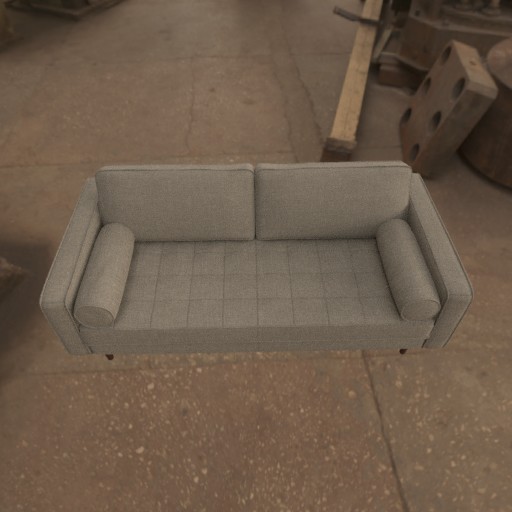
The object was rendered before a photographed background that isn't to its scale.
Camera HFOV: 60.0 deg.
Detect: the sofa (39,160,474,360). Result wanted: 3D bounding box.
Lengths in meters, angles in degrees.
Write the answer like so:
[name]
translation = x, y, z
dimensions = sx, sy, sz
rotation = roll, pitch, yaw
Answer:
[sofa]
translation = 0.000, 0.000, 2.305
dimensions = 1.879, 0.762, 0.914
rotation = -1, 47, -1
